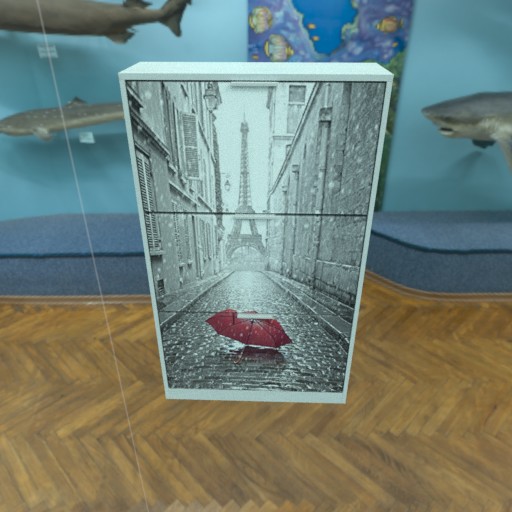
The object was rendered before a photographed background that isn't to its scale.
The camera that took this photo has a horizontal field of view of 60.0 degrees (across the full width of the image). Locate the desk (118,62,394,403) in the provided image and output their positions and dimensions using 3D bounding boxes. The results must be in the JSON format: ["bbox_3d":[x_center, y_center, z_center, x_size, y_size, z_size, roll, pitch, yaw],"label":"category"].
[{"bbox_3d":[0.000,0.000,1.624,0.750,1.280,0.250,1,31,2],"label":"desk"}]
